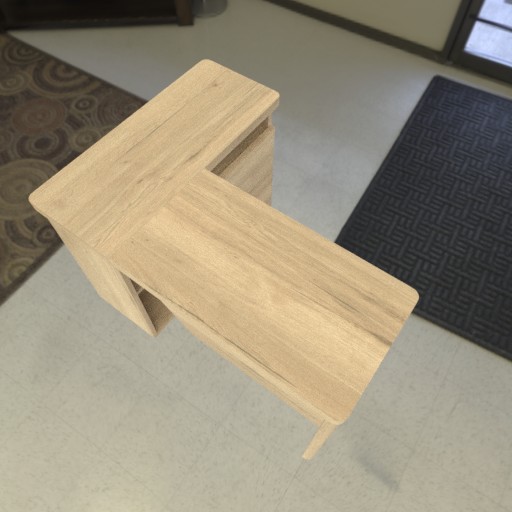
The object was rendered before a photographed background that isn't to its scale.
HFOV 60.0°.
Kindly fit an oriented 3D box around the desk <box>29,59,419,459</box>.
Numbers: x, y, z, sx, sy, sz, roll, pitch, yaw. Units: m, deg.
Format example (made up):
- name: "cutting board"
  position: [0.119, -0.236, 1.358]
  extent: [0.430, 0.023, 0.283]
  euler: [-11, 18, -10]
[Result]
- name: "desk"
  position: [0.000, 0.000, 1.747]
  extent: [1.169, 0.760, 0.900]
  euler: [32, 64, 18]
